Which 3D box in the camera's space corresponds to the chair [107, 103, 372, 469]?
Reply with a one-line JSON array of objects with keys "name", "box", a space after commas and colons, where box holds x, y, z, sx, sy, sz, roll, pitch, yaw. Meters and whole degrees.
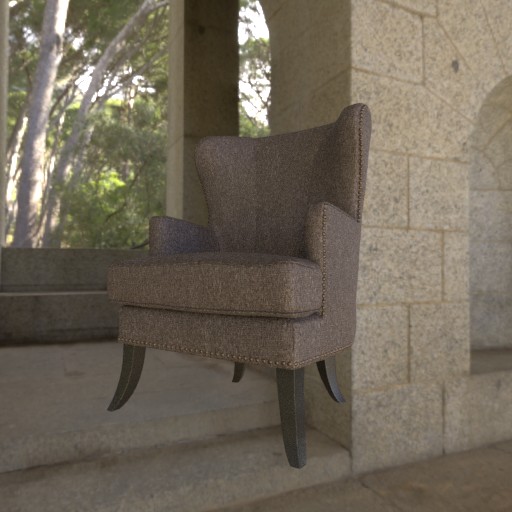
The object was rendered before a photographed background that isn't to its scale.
[{"name": "chair", "box": [0.000, 0.000, 1.595, 0.759, 1.060, 0.758, -1, -1, 35]}]
